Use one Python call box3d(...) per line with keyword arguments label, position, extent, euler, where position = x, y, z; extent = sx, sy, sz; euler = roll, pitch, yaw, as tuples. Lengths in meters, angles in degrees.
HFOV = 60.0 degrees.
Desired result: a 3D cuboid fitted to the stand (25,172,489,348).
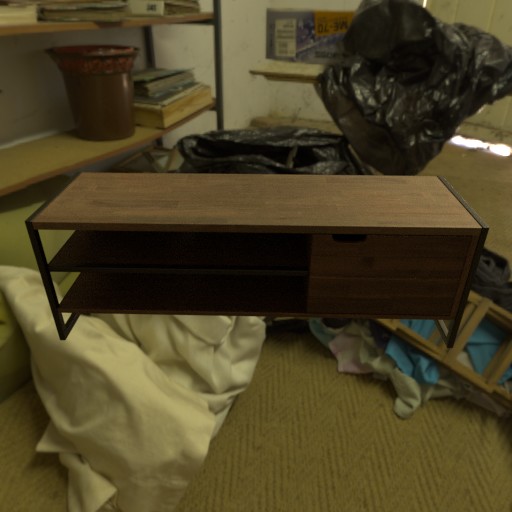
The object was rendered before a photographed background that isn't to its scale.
box3d(label="stand", position=(0.000, 0.000, 1.731), extent=(1.480, 0.506, 0.454), euler=(1, 31, 1))
